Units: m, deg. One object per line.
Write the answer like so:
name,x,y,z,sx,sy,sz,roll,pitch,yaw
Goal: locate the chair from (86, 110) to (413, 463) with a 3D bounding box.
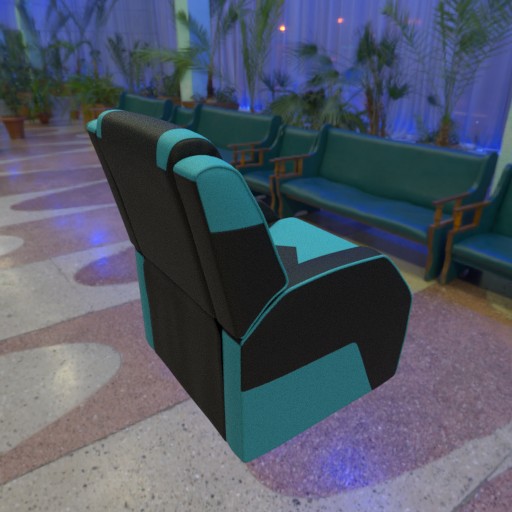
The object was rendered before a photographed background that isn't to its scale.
chair,0.000,0.000,1.256,0.672,0.805,0.620,-17,30,-31
